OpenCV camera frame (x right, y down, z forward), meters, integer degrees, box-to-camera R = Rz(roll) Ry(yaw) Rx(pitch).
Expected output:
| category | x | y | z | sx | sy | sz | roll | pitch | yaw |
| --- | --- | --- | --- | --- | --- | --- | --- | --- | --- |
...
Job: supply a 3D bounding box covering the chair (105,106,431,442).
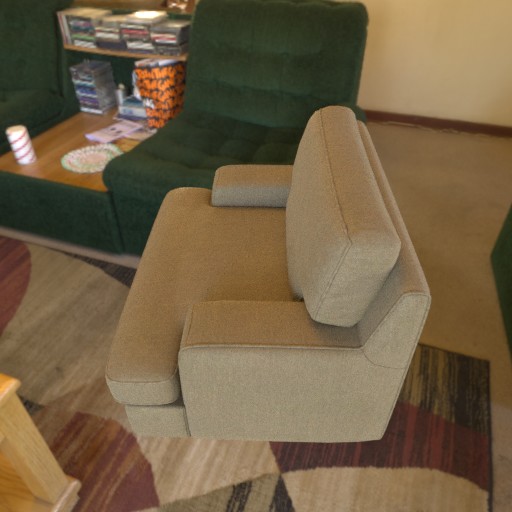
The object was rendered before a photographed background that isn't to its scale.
| category | x | y | z | sx | sy | sz | roll | pitch | yaw |
| --- | --- | --- | --- | --- | --- | --- | --- | --- | --- |
| chair | 0.000 | 0.000 | 1.915 | 1.043 | 0.974 | 1.270 | 1 | 40 | 1 |
